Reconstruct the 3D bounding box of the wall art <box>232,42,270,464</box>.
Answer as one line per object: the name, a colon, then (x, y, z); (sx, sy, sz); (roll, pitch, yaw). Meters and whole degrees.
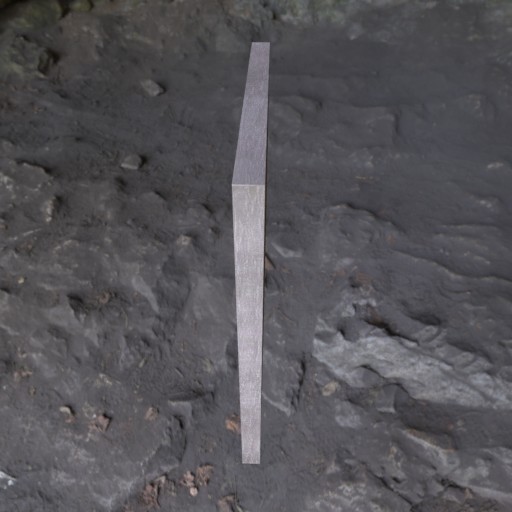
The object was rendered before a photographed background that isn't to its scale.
wall art: (0.000, 0.000, 0.705); (0.032, 0.521, 0.421); (1, 41, 1)
